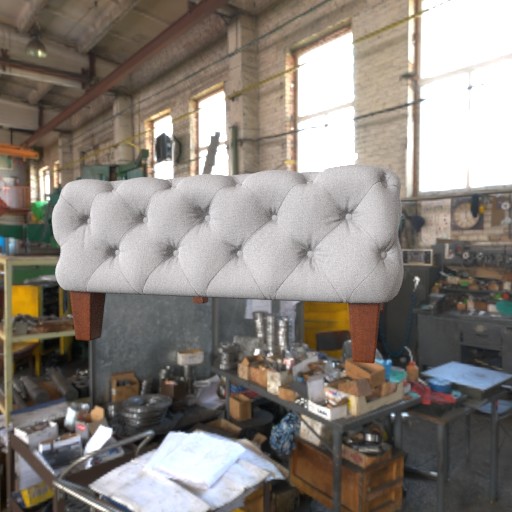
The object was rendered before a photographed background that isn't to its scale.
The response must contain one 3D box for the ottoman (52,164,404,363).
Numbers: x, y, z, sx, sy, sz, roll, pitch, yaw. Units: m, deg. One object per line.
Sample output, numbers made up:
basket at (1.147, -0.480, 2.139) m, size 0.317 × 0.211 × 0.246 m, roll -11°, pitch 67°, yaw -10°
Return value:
ottoman at (0.000, 0.000, 1.214) m, size 0.764 × 0.365 × 0.758 m, roll 1°, pitch 2°, yaw 17°
